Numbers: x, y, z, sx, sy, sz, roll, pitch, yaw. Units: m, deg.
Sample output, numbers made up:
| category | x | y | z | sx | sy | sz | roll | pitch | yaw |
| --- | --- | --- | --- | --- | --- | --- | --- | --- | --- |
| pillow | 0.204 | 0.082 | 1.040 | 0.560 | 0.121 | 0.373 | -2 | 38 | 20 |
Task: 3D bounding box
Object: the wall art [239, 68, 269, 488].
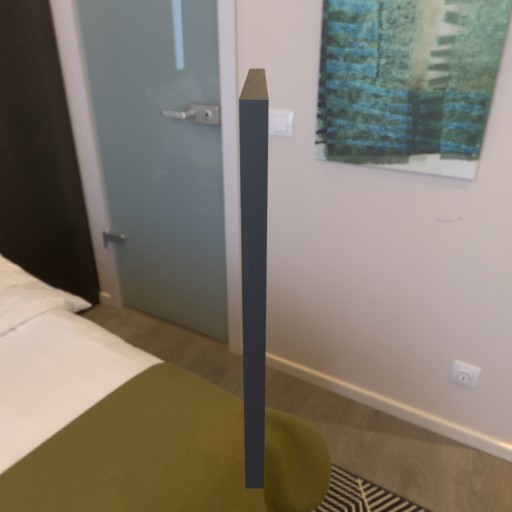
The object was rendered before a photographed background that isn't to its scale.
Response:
| category | x | y | z | sx | sy | sz | roll | pitch | yaw |
| --- | --- | --- | --- | --- | --- | --- | --- | --- | --- |
| wall art | 0.000 | 0.000 | 0.751 | 0.029 | 0.559 | 0.457 | 0 | 26 | 0 |
